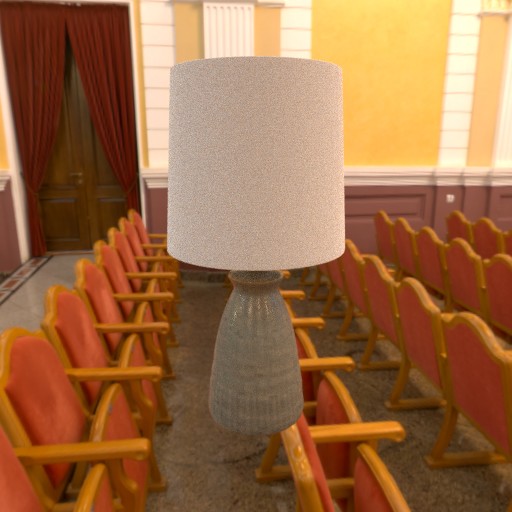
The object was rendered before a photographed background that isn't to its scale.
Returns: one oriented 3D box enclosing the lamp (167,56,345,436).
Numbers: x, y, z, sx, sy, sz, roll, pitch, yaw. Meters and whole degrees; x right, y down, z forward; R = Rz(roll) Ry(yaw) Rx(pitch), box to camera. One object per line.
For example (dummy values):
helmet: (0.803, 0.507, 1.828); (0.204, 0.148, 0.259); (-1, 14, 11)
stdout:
lamp: (0.000, 0.000, 0.476); (0.186, 0.369, 0.186); (0, 15, 0)
